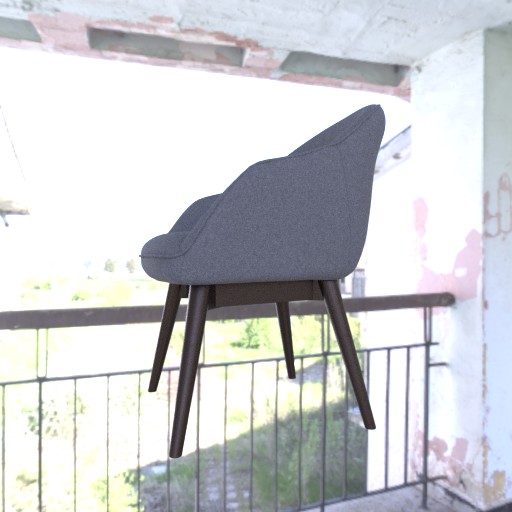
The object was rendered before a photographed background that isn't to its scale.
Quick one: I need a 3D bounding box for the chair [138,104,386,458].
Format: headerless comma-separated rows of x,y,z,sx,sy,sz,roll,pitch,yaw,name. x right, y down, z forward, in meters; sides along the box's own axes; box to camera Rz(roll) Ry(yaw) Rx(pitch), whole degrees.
0.000,0.000,1.197,0.611,0.810,0.589,0,0,-19,chair
